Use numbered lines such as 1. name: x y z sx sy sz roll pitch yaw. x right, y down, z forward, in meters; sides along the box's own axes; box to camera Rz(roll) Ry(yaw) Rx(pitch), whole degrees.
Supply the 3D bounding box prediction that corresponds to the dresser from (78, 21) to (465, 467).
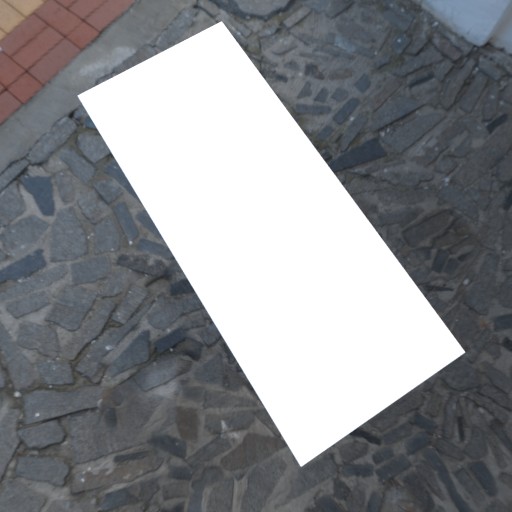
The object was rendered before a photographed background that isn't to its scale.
1. dresser: 0.000 0.000 1.517 0.460 0.820 1.100 -31 77 -8
